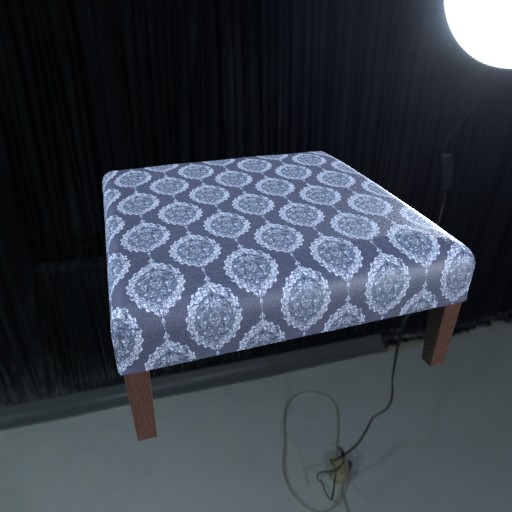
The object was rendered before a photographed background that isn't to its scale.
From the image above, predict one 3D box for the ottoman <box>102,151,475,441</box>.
[{"bbox_3d":[0.000,0.000,1.426,0.889,0.409,0.890,-9,32,-15],"label":"ottoman"}]
